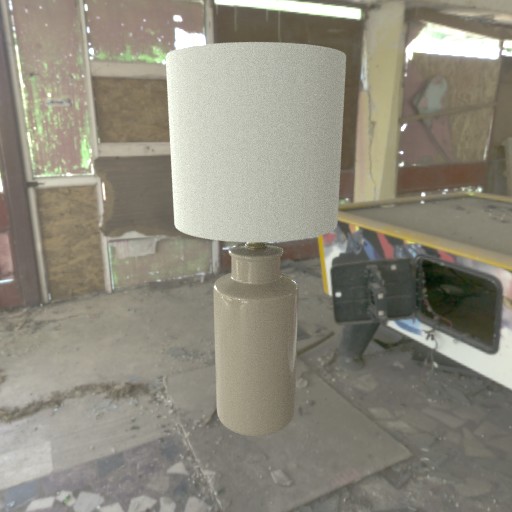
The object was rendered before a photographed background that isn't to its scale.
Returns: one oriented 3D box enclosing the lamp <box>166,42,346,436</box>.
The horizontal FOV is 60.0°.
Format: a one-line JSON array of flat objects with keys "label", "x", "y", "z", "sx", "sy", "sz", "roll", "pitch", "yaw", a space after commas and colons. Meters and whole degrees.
[{"label": "lamp", "x": 0.000, "y": 0.000, "z": 0.599, "sx": 0.212, "sy": 0.493, "sz": 0.212, "roll": 2, "pitch": 17, "yaw": 8}]
